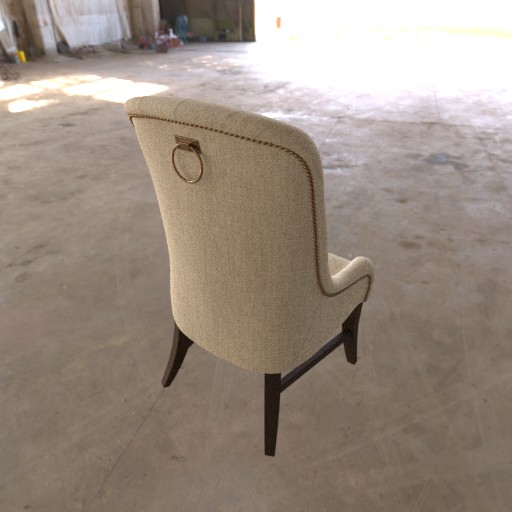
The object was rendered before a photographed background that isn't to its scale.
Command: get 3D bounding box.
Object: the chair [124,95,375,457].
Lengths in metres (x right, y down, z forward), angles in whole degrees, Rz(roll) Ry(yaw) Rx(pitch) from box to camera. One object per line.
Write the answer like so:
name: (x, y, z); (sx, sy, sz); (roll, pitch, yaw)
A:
chair: (0.000, 0.000, 1.493); (0.634, 1.091, 0.629); (21, 36, 32)
